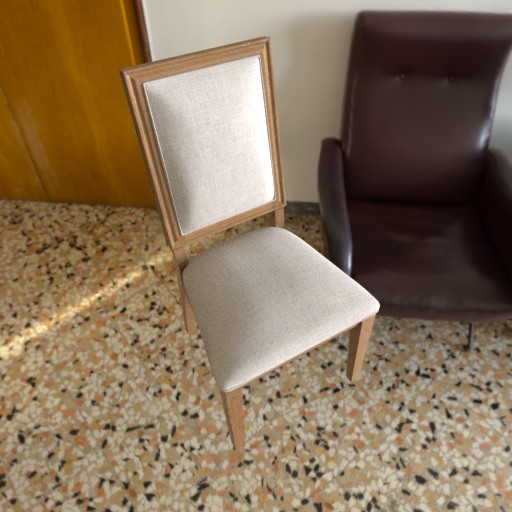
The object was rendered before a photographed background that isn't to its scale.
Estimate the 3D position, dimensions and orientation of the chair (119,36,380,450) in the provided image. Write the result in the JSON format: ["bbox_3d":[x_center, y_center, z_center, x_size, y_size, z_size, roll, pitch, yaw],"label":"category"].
[{"bbox_3d":[0.000,0.000,1.315,0.536,0.988,0.601,-23,51,-20],"label":"chair"}]
